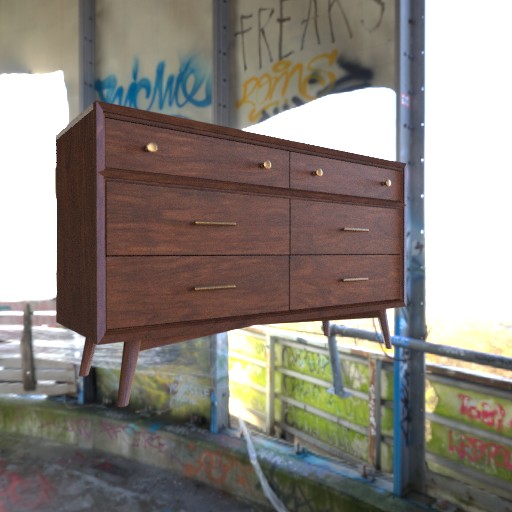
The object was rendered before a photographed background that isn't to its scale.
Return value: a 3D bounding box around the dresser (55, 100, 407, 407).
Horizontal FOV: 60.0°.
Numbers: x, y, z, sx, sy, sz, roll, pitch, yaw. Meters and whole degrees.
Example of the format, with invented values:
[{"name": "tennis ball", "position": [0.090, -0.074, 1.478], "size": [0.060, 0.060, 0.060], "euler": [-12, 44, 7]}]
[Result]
[{"name": "dresser", "position": [0.000, 0.000, 1.877], "size": [1.472, 0.889, 0.500], "euler": [0, 1, -37]}]
